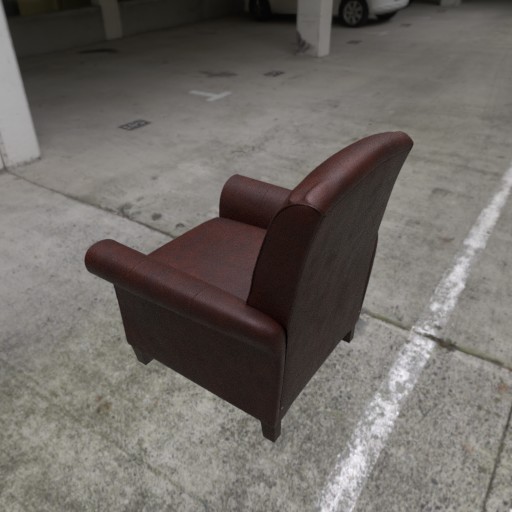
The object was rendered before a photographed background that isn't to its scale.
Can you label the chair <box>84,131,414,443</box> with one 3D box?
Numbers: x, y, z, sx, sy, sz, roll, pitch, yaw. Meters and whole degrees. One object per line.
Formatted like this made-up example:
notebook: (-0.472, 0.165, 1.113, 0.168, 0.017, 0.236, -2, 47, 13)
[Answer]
chair: (0.000, 0.000, 1.799, 0.902, 1.061, 0.978, 20, 37, 29)
